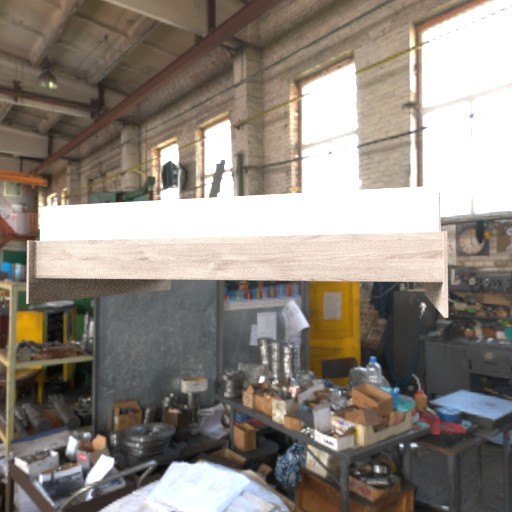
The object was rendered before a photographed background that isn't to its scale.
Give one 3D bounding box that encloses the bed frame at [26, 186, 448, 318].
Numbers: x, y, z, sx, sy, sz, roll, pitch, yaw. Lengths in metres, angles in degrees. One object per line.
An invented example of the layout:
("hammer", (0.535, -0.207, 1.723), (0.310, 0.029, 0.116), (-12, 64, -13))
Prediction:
("bed frame", (0.000, 0.000, 2.608), (1.945, 0.497, 1.445), (0, -1, 18))
